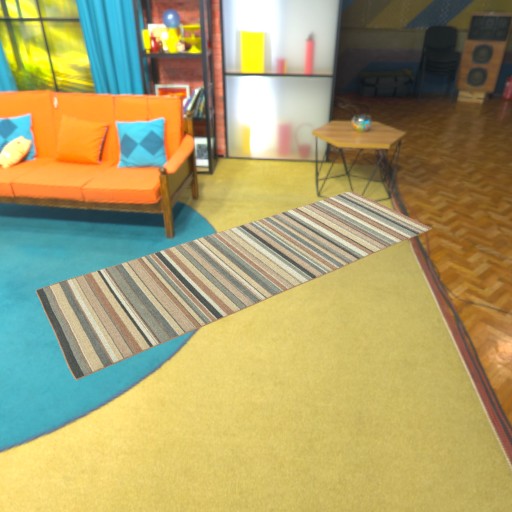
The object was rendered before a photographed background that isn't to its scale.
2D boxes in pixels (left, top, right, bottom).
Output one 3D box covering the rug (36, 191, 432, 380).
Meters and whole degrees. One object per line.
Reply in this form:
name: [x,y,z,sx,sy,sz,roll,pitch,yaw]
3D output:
rug: [0.000,0.000,2.776,2.444,0.010,0.799,-20,37,-29]
